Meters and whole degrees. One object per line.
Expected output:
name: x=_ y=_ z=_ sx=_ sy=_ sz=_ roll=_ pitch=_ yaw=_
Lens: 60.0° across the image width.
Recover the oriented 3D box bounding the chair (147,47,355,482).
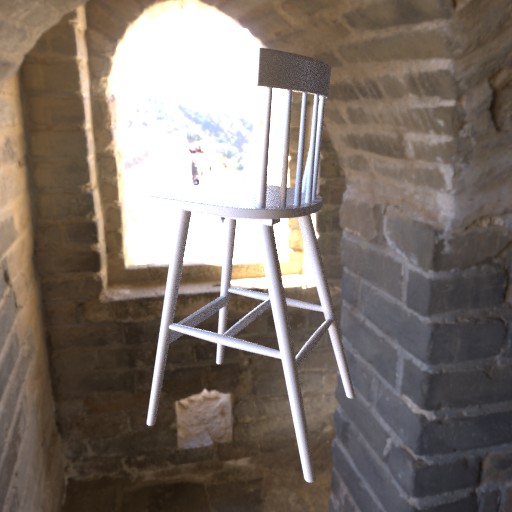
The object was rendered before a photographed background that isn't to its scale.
chair: x=0.000 y=0.000 z=1.365 sx=0.572 sy=1.092 sz=0.483 roll=8 pitch=17 yaw=25
